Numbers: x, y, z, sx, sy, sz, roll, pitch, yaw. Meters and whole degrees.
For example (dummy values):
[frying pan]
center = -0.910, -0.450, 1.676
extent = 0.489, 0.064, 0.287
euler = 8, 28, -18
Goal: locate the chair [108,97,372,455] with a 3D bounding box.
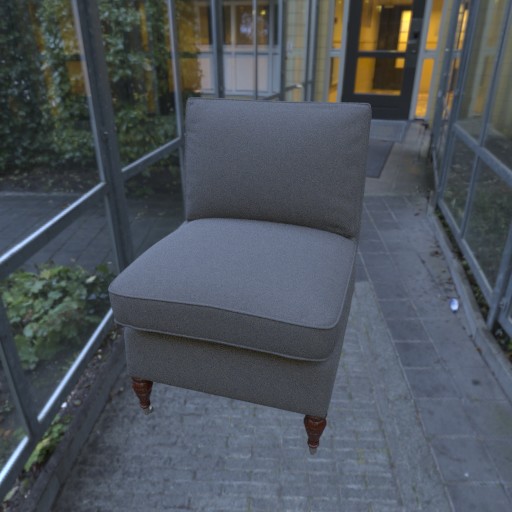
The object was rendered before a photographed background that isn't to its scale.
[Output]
[chair]
center = 0.000, 0.000, 1.645
extent = 0.724, 1.045, 0.924
euler = 7, 27, 15
